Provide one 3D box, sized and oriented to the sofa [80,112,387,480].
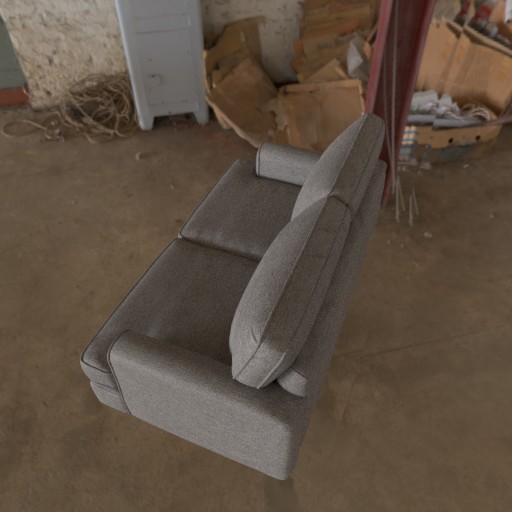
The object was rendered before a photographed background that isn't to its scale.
[{"bbox_3d":[0.000,0.000,2.182,0.965,0.965,1.651,16,48,16],"label":"sofa"}]
